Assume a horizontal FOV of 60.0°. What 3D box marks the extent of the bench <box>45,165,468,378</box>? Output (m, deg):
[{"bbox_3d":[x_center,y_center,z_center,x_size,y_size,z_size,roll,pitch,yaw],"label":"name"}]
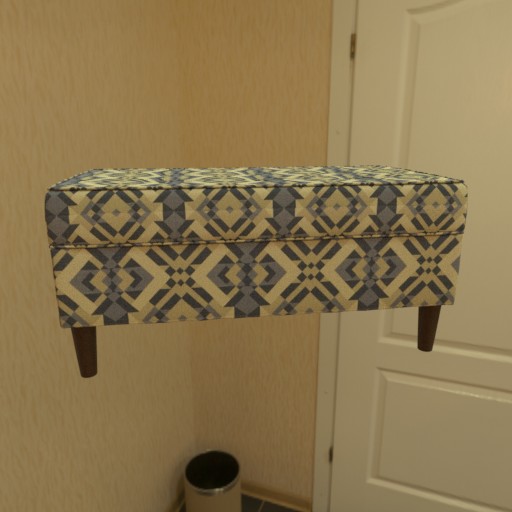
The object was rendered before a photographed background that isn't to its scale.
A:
[{"bbox_3d":[0.000,0.000,1.302,1.016,0.477,0.492,-2,16,-8],"label":"bench"}]
